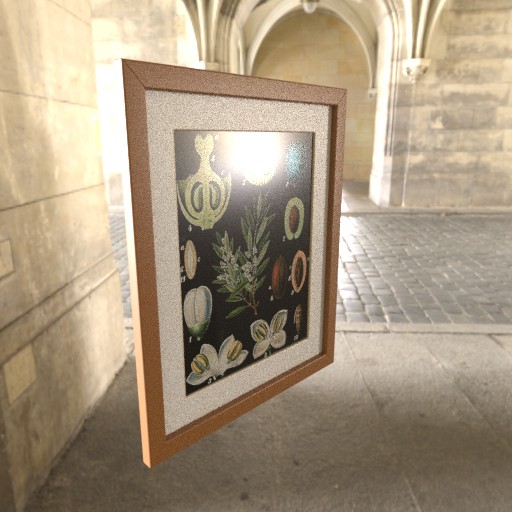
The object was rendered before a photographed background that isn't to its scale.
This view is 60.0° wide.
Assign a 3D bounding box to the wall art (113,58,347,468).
[{"bbox_3d":[0.000,0.000,0.730,0.449,0.550,0.021,-14,20,-43],"label":"wall art"}]
